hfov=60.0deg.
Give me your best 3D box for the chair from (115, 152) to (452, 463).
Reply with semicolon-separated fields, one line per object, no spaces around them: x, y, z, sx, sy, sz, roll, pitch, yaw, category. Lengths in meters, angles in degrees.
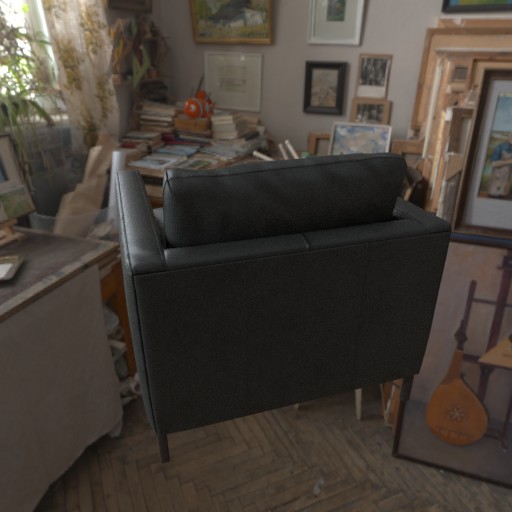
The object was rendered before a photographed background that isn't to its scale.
0.000;0.000;1.500;0.967;0.824;0.861;-8;27;-16;chair
